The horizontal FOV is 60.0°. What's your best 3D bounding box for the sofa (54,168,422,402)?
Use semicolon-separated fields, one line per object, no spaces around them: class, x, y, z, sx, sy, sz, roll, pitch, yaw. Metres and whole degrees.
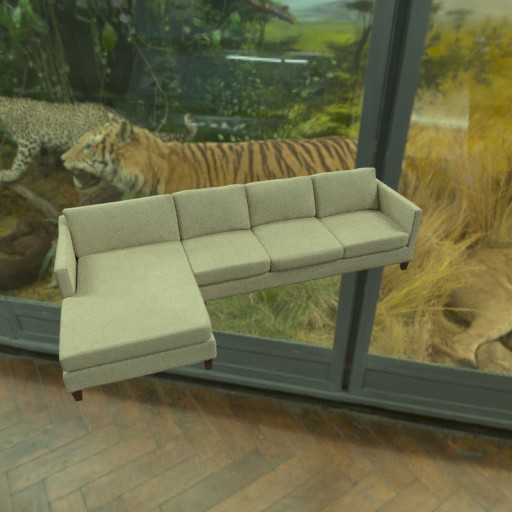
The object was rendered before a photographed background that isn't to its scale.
sofa;0.000;0.000;3.861;3.186;0.846;1.625;-10;33;-16
